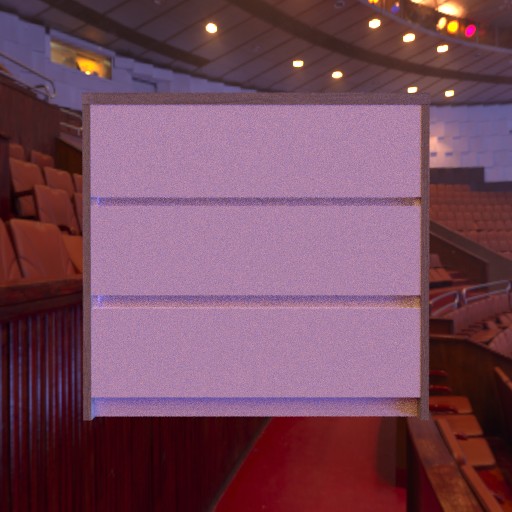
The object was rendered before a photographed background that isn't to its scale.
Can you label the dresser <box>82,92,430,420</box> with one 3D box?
[{"bbox_3d":[0.000,0.000,1.296,0.809,0.762,0.529,0,0,0],"label":"dresser"}]
